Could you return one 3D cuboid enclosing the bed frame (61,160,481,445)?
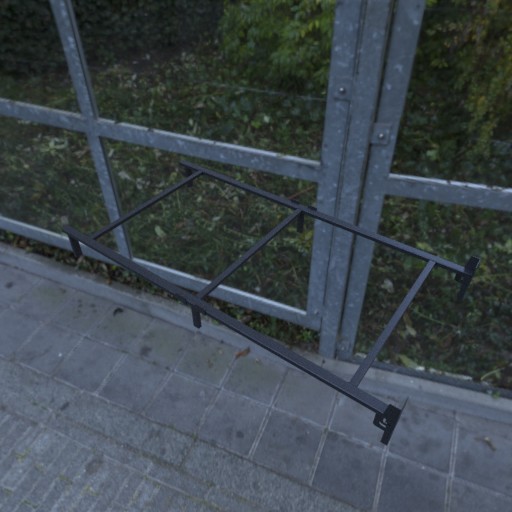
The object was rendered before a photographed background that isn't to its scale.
[{"bbox_3d":[0.000,0.000,2.280,1.897,0.248,0.968,25,46,27],"label":"bed frame"}]
